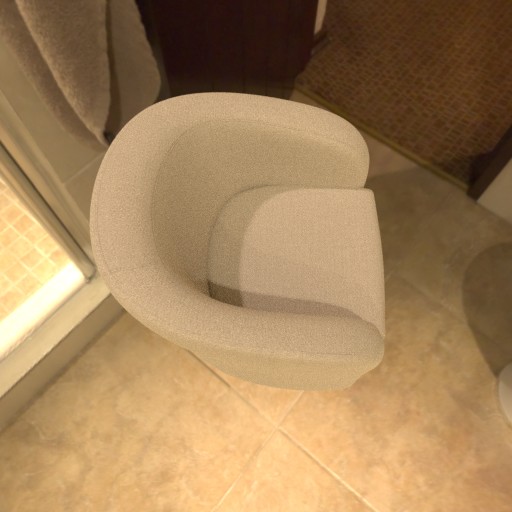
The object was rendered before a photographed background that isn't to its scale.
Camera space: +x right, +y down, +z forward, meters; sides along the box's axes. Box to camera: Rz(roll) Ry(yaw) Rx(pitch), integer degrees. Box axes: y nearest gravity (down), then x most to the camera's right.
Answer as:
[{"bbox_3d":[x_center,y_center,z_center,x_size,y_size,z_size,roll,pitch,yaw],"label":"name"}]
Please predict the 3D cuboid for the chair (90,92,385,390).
[{"bbox_3d":[0.000,0.000,1.427,0.815,0.771,0.791,3,64,1],"label":"chair"}]
